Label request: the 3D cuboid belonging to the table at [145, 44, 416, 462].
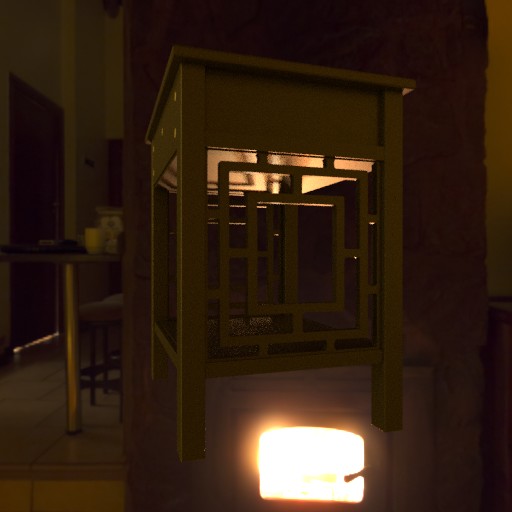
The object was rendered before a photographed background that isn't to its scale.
[{"bbox_3d":[0.000,0.000,1.010,0.451,0.646,0.564,0,0,-18],"label":"table"}]
